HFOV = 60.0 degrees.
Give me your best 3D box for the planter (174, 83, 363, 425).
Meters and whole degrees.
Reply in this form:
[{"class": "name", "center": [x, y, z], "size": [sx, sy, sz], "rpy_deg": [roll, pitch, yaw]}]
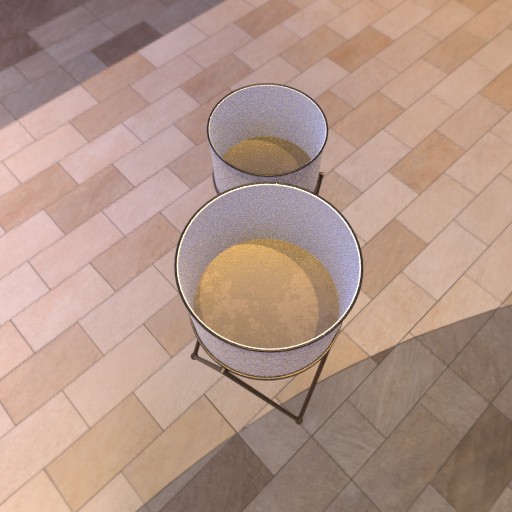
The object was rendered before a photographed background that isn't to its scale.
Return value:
[{"class": "planter", "center": [0.000, 0.000, 1.179], "size": [0.413, 0.712, 0.769], "rpy_deg": [1, 63, 0]}]
